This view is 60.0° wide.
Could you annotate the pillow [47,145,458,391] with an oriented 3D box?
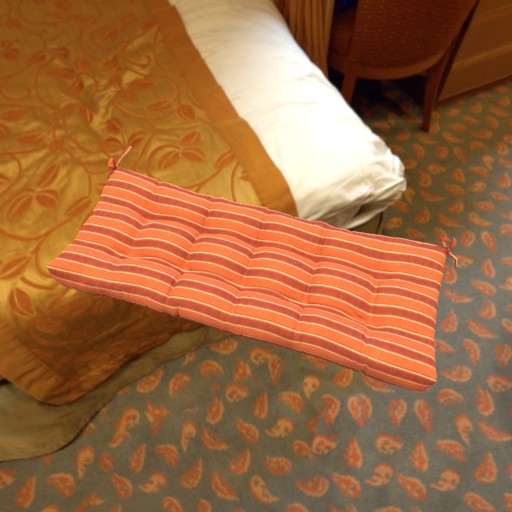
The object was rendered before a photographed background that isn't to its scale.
[{"bbox_3d":[0.000,0.000,1.348,1.194,0.174,0.511,15,60,9],"label":"pillow"}]
